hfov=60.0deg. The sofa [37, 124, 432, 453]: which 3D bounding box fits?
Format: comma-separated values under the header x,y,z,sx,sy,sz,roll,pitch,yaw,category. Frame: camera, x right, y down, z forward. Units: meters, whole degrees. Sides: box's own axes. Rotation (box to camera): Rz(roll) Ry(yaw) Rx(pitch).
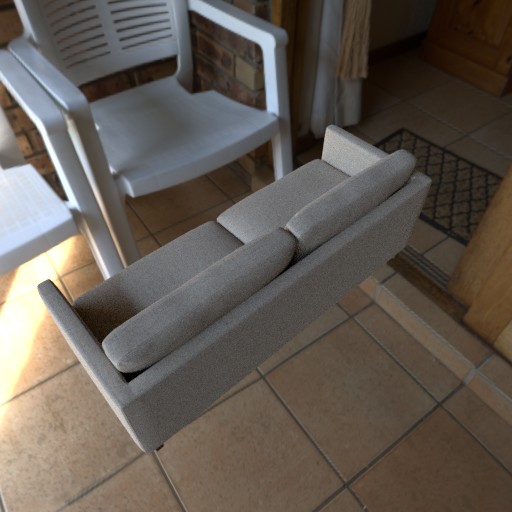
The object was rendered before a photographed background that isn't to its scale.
x,y,z,sx,sy,sz,roll,pitch,yaw,category
0.000,0.000,2.911,2.434,0.965,0.951,-34,57,-26,sofa
